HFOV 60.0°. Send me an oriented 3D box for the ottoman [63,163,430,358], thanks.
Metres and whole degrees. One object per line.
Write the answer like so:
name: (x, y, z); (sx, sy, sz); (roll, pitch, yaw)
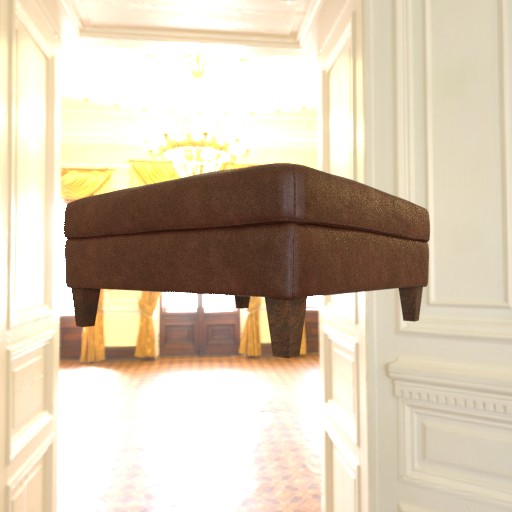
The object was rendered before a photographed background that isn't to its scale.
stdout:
ottoman: (0.000, 0.000, 1.370); (0.836, 0.415, 0.844); (-1, -2, 38)
